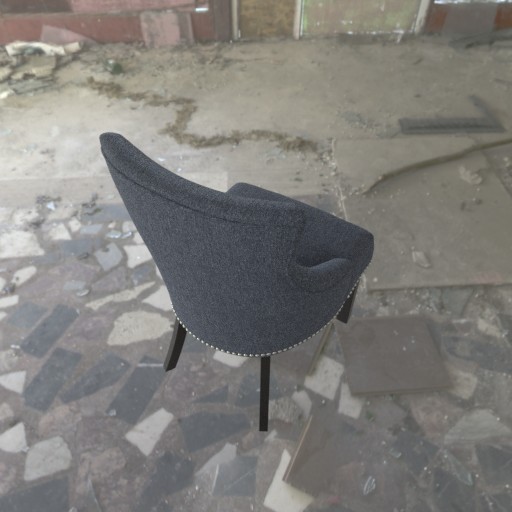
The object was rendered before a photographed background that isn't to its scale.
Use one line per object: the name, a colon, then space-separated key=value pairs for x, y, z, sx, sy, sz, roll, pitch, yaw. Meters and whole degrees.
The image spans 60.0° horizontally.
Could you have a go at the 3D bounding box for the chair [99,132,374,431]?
chair: x=0.000 y=0.000 z=1.332 sx=0.566 sy=0.909 sz=0.629 roll=25 pitch=51 yaw=22
